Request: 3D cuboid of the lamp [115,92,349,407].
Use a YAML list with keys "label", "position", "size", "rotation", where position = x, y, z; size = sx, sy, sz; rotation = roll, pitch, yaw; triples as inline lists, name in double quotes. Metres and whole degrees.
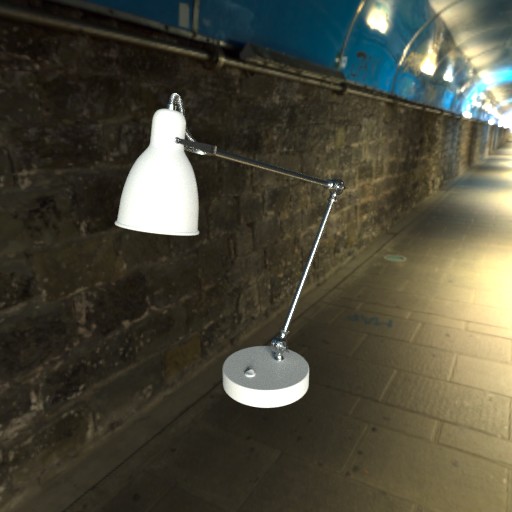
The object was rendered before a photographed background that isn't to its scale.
- label: "lamp"
  position: [0.000, 0.000, 0.869]
  size: [0.561, 0.587, 0.187]
  rotation: [-15, 22, -42]
